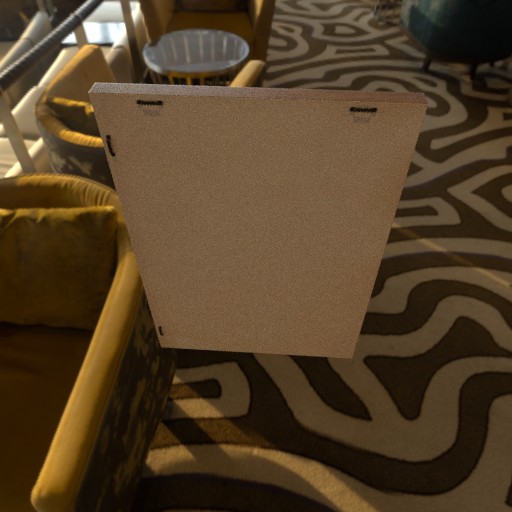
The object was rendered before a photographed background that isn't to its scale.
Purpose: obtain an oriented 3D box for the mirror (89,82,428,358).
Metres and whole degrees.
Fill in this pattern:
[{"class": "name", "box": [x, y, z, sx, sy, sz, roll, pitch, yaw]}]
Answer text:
[{"class": "mirror", "box": [0.000, 0.000, 0.926, 0.508, 0.711, 0.039, 3, 46, 3]}]
